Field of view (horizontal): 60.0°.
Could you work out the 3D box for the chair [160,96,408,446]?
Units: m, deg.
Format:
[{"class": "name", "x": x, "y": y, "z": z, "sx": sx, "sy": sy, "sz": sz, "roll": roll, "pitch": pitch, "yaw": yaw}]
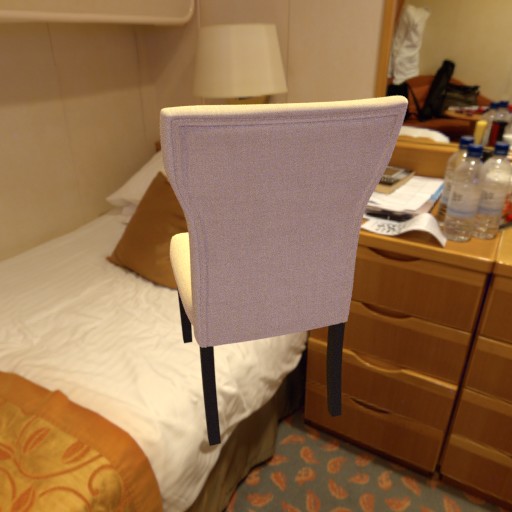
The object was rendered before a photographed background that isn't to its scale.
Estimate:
[{"class": "chair", "x": 0.000, "y": 0.000, "z": 1.282, "sx": 0.509, "sy": 0.921, "sz": 0.597, "roll": -7, "pitch": 28, "yaw": -14}]
